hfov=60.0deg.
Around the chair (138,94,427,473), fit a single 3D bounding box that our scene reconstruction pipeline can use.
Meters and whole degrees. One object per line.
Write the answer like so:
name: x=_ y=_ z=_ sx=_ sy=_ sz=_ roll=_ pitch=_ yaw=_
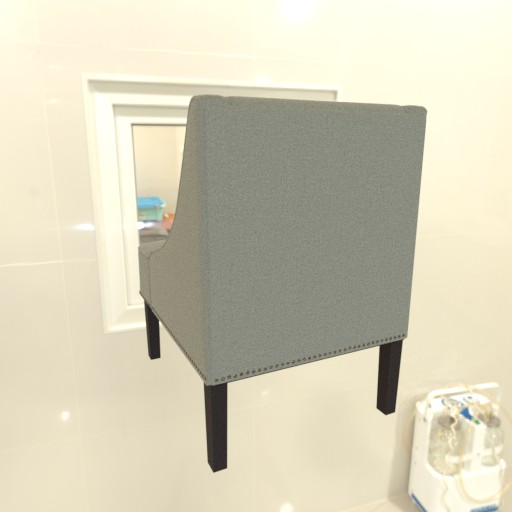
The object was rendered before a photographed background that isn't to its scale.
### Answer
chair: x=0.000 y=0.000 z=1.386 sx=0.610 sy=0.864 sz=0.737 roll=-7 pitch=15 yaw=-25
